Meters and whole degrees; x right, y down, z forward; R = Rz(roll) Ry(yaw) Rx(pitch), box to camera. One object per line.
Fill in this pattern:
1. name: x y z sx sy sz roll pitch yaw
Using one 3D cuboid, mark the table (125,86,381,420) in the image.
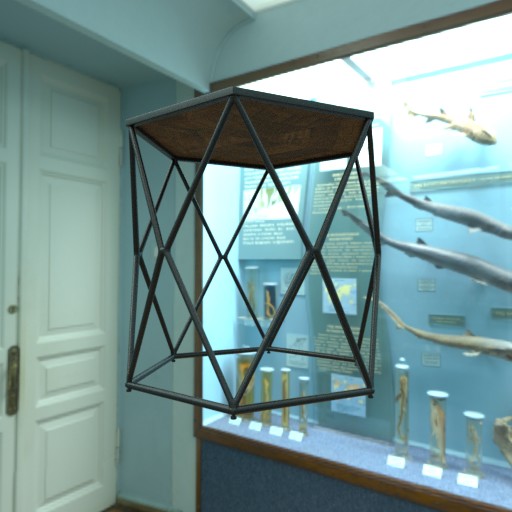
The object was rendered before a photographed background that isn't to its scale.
1. table: 0.000 0.000 1.040 0.578 0.564 0.579 -1 -2 36
